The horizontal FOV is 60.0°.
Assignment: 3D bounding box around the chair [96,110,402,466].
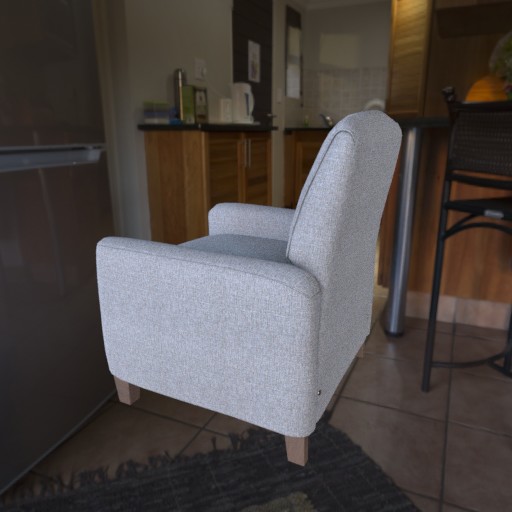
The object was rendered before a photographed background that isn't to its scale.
[{"bbox_3d":[0.000,0.000,1.636,0.864,1.014,0.848,8,19,26],"label":"chair"}]
